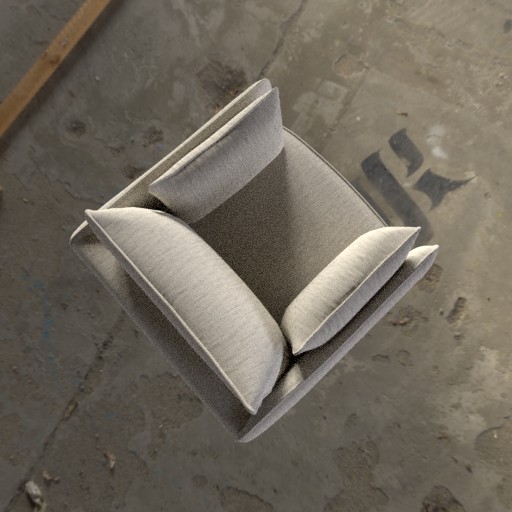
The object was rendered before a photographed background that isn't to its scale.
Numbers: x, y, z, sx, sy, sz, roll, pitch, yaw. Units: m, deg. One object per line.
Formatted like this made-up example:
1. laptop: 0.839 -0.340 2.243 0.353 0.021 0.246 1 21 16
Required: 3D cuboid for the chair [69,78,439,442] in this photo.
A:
1. chair: 0.000 0.000 1.760 0.991 0.855 0.994 -42 81 -8
